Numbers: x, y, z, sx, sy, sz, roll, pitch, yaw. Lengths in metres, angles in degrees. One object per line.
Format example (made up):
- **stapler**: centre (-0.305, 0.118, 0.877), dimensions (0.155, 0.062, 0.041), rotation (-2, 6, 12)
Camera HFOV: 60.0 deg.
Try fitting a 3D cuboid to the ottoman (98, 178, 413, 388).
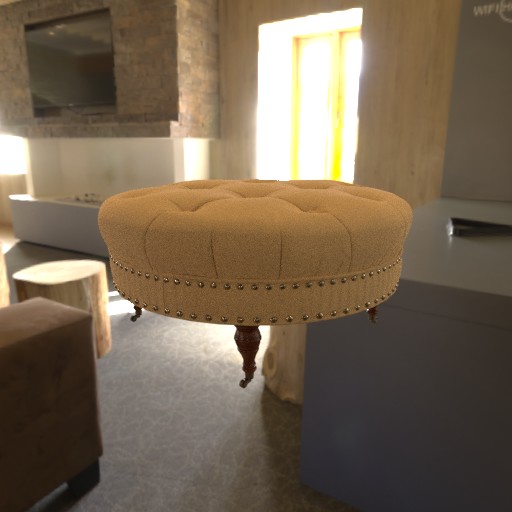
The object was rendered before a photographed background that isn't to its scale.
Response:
- **ottoman**: centre (0.000, 0.000, 1.361), dimensions (0.901, 0.439, 0.901), rotation (0, 15, 0)
